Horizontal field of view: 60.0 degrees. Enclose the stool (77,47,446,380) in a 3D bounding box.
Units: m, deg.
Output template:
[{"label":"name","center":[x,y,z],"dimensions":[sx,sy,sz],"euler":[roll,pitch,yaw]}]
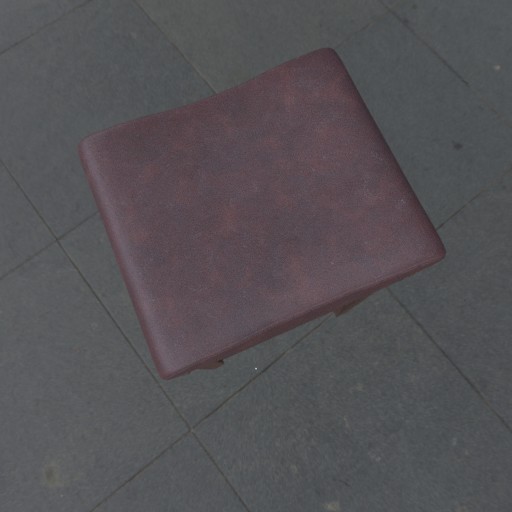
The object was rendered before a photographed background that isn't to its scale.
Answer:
[{"label":"stool","center":[0.000,0.000,1.034],"dimensions":[0.465,0.769,0.401],"euler":[-23,77,-6]}]
